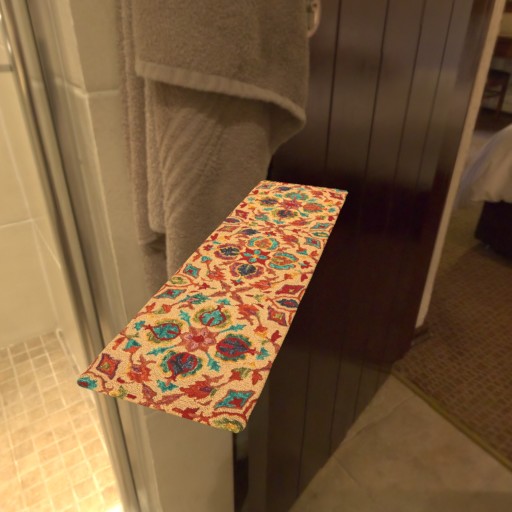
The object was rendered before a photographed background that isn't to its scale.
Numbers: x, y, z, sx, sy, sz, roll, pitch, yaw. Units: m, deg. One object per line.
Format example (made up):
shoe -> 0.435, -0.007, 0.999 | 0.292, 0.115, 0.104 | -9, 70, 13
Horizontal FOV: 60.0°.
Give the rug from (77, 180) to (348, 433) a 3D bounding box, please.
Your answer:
rug -> 0.000, 0.000, 2.518 | 0.693, 0.016, 2.273 | 10, 32, 16
